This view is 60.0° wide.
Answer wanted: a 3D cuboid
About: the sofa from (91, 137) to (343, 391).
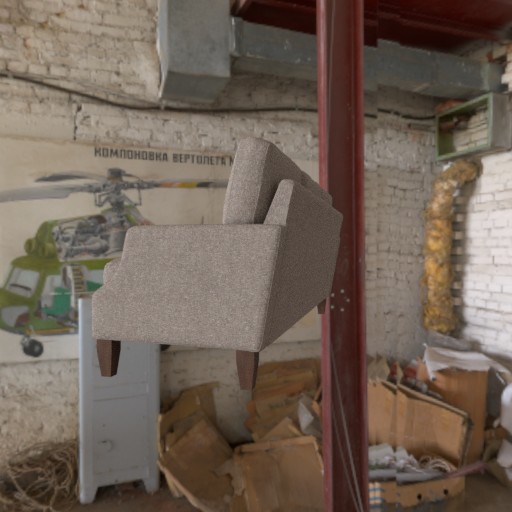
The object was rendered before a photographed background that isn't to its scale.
[{"bbox_3d":[0.000,0.000,2.737,0.888,0.984,2.115,0,1,16],"label":"sofa"}]
